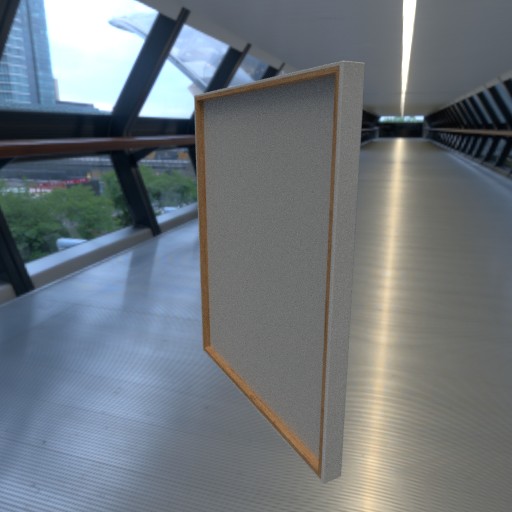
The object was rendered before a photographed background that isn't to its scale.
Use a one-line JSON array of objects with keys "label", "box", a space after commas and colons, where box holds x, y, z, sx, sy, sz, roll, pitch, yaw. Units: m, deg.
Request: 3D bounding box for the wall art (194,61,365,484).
[{"label": "wall art", "box": [0.000, 0.000, 0.831, 0.037, 0.606, 0.508, -8, 17, -27]}]
